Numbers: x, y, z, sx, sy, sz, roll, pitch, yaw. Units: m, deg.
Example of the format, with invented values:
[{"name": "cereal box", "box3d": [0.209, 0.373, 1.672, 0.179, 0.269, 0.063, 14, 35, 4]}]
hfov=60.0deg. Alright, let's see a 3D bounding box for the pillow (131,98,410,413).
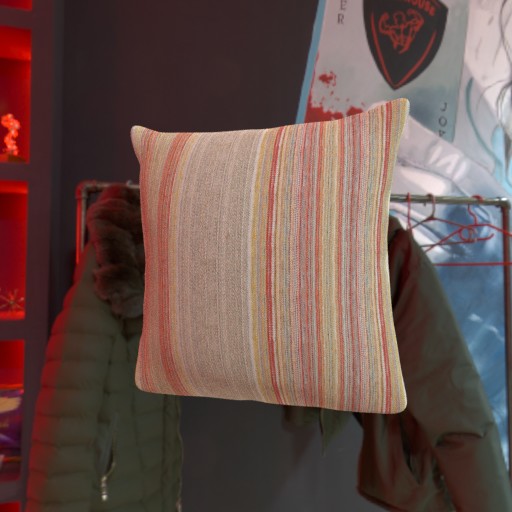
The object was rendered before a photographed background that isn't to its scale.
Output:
[{"name": "pillow", "box3d": [0.000, 0.000, 0.681, 0.451, 0.449, 0.191, -1, -2, 18]}]
